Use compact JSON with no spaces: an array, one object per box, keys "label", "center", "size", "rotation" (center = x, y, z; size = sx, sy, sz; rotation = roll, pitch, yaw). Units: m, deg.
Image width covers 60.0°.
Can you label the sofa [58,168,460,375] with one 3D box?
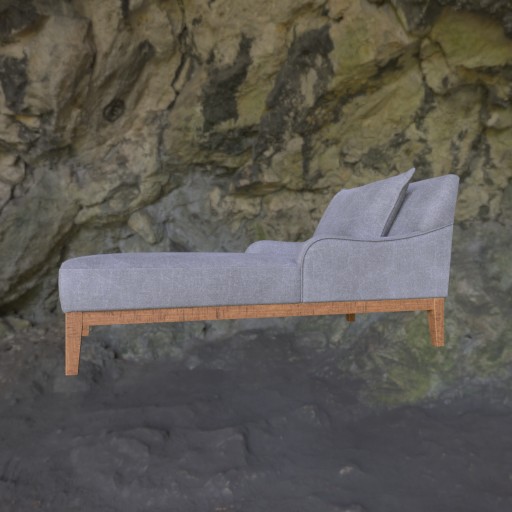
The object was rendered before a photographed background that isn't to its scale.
[{"label":"sofa","center":[0.000,0.000,2.271],"size":[1.779,0.859,0.894],"rotation":[0,0,-18]}]
